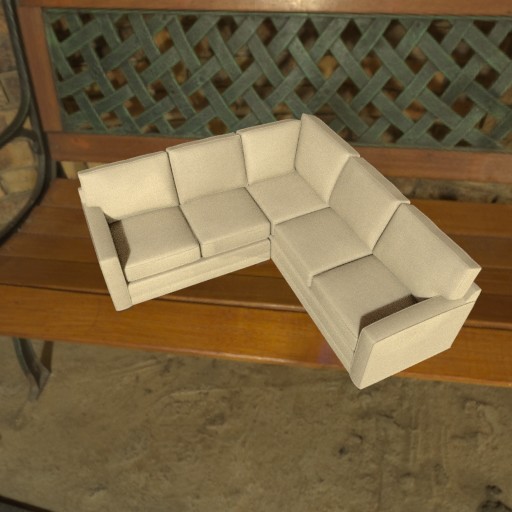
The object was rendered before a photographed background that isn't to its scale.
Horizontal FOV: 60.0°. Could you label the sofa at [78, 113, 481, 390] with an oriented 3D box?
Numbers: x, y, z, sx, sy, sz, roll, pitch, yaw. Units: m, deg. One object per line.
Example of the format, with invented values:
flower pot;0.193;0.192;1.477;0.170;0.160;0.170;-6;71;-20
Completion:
sofa;0.000;0.000;3.354;2.182;0.939;2.189;-18;48;-17
